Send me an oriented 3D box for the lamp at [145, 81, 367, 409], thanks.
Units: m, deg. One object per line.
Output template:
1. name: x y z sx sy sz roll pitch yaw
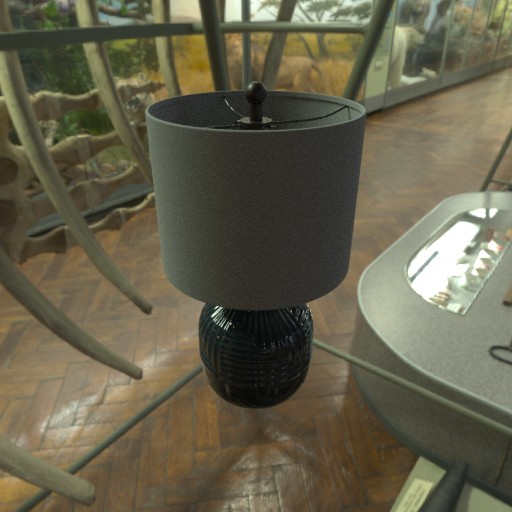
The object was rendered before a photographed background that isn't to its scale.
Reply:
1. lamp: 0.000 0.000 0.768 0.318 0.567 0.318 0 29 0
